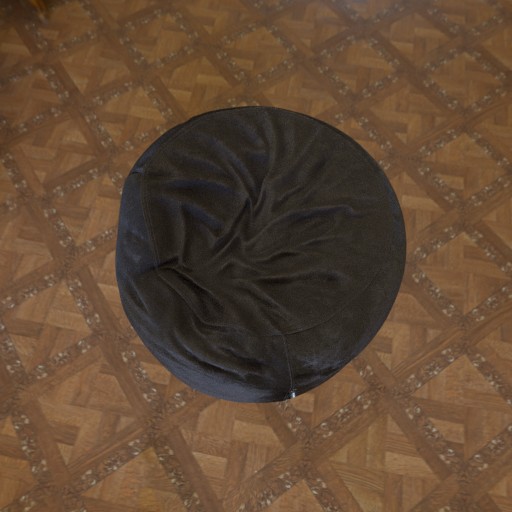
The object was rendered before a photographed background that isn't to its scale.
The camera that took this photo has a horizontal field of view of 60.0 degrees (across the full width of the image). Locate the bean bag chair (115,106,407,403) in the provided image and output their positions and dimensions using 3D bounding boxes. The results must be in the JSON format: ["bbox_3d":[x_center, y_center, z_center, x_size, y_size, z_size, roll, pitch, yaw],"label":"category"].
[{"bbox_3d":[0.000,0.000,1.490,0.918,0.605,0.918,0,64,0],"label":"bean bag chair"}]
